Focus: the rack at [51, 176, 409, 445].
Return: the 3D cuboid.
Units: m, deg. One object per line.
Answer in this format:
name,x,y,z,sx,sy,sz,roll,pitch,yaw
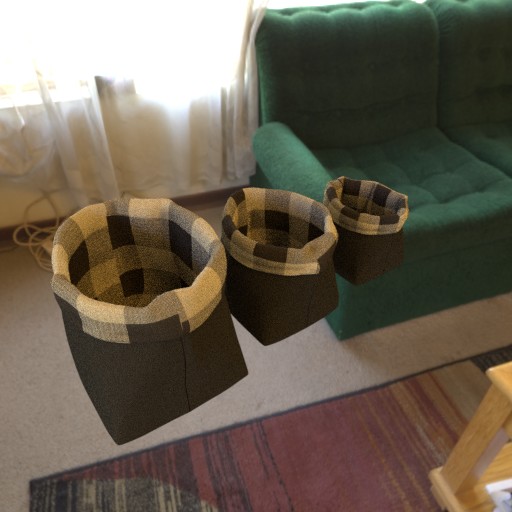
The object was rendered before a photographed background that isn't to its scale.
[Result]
rack,0.000,0.000,1.040,0.889,0.329,0.370,-24,45,-27
